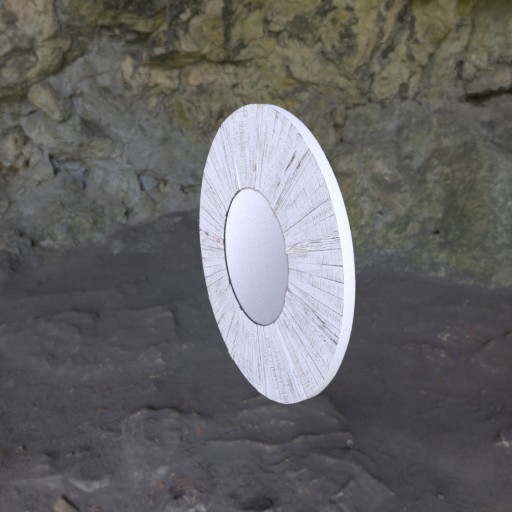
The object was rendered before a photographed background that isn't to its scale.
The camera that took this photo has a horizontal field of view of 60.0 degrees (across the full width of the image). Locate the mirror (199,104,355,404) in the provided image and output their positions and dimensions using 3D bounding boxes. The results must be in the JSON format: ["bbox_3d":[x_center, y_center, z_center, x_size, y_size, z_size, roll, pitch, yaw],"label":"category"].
[{"bbox_3d":[0.000,0.000,1.411,0.038,0.914,0.914,-8,17,-27],"label":"mirror"}]
